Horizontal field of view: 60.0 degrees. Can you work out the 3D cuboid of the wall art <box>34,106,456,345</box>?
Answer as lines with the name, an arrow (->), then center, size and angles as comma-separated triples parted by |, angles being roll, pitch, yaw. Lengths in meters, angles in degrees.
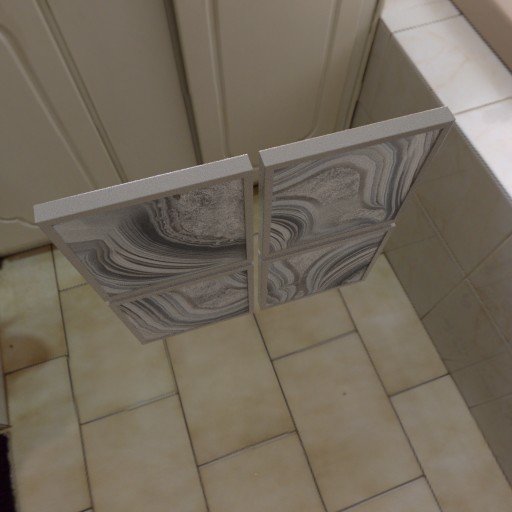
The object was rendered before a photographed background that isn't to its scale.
wall art -> 0.000, 0.000, 0.898 | 0.611, 0.611, 0.029 | -15, 65, -7
